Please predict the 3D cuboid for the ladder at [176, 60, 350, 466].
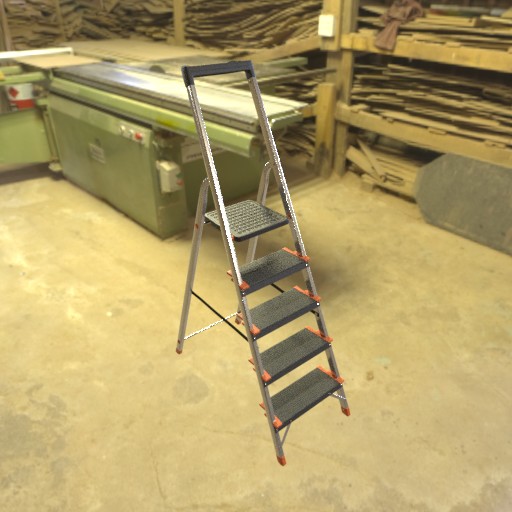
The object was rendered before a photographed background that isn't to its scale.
[{"bbox_3d":[0.000,0.000,2.105,0.480,1.646,0.995,-22,37,-33],"label":"ladder"}]
